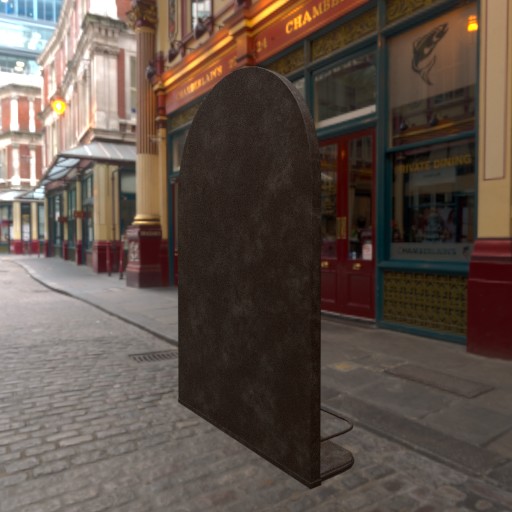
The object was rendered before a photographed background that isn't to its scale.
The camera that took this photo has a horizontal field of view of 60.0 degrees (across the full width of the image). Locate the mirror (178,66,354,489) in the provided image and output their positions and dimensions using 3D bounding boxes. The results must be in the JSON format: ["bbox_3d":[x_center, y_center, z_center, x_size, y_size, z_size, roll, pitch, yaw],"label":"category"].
[{"bbox_3d":[0.000,0.000,0.979,0.137,0.770,0.510,-1,2,-35],"label":"mirror"}]
